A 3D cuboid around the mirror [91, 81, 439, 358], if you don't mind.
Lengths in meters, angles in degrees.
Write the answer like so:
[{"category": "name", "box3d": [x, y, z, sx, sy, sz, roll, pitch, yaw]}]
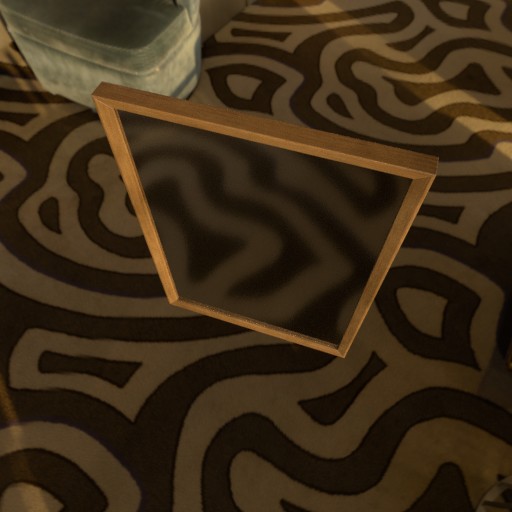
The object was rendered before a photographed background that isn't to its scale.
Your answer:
[{"category": "mirror", "box3d": [0.000, 0.000, 0.930, 0.508, 0.711, 0.039, 16, 59, 10]}]
